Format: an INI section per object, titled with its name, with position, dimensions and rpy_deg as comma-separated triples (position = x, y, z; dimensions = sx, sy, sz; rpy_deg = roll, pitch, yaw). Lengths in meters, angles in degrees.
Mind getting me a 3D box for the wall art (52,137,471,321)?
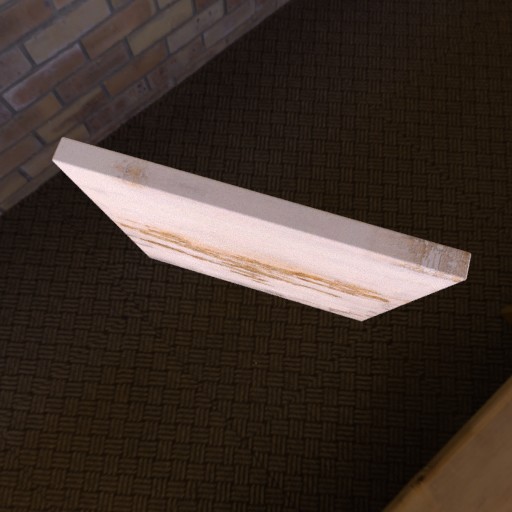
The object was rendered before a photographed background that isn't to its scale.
[wall art]
position = 0.000, 0.000, 0.926
dimensions = 0.611, 0.613, 0.040
rpy_deg = 16, 77, 4
